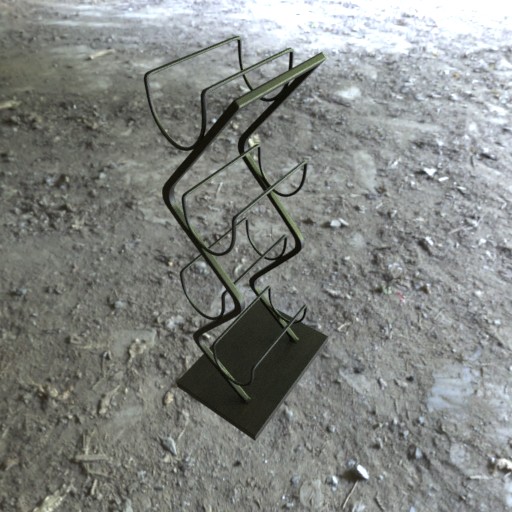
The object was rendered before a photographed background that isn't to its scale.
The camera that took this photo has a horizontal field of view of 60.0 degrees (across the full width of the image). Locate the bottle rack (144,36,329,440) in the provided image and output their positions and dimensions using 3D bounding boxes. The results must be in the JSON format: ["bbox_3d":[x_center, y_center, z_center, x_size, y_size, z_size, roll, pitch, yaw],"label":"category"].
[{"bbox_3d":[0.000,0.000,0.672,0.178,0.559,0.254,25,48,25],"label":"bottle rack"}]
